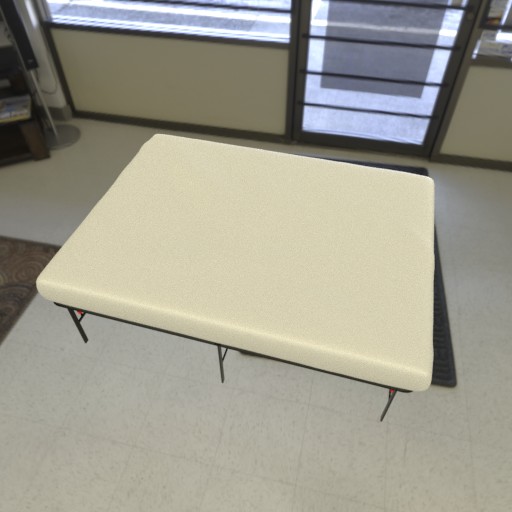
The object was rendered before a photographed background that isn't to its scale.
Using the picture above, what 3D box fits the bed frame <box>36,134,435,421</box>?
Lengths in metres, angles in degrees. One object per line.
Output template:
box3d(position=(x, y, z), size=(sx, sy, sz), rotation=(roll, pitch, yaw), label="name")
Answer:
box3d(position=(0.000, 0.000, 2.911), size=(2.151, 0.667, 1.584), rotation=(12, 48, 11), label="bed frame")
